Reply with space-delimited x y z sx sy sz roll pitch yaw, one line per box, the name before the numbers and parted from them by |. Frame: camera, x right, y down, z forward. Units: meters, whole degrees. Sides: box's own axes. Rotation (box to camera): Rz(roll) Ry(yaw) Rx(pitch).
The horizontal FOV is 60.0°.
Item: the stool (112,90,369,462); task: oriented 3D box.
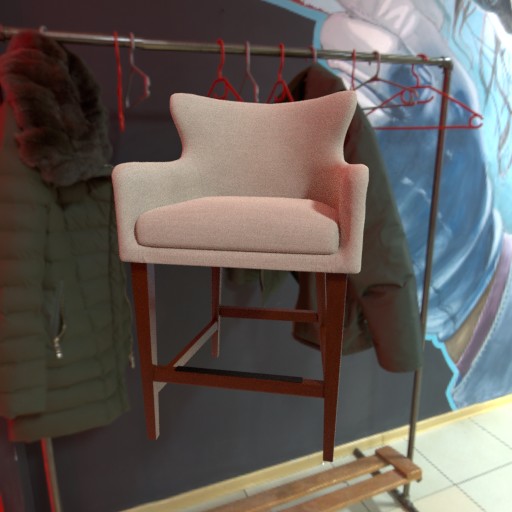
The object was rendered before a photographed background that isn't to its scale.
stool | 0.000 0.000 1.386 0.615 0.987 0.637 3 16 10
